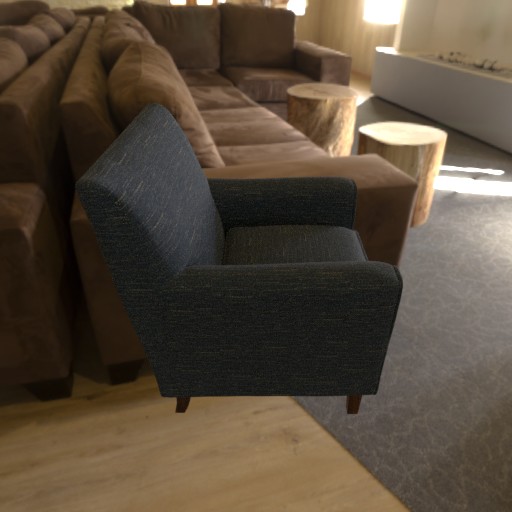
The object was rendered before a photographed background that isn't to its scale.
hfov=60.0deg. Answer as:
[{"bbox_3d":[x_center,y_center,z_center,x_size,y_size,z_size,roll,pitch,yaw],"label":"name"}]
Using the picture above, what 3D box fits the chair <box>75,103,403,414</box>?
[{"bbox_3d":[0.000,0.000,1.656,0.873,0.928,0.864,0,32,0],"label":"chair"}]
